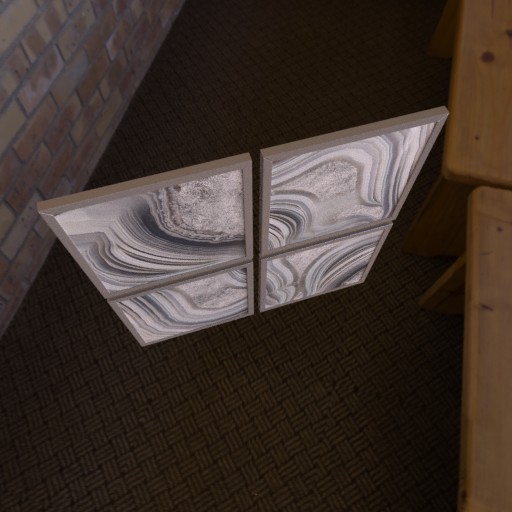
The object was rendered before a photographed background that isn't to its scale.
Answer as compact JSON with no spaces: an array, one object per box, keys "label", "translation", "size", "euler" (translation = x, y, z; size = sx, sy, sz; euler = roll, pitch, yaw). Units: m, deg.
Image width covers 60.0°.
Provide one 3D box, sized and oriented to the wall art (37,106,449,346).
[{"label":"wall art","translation":[0.000,0.000,1.654],"size":[1.118,1.118,0.029],"euler":[-15,63,-8]}]
